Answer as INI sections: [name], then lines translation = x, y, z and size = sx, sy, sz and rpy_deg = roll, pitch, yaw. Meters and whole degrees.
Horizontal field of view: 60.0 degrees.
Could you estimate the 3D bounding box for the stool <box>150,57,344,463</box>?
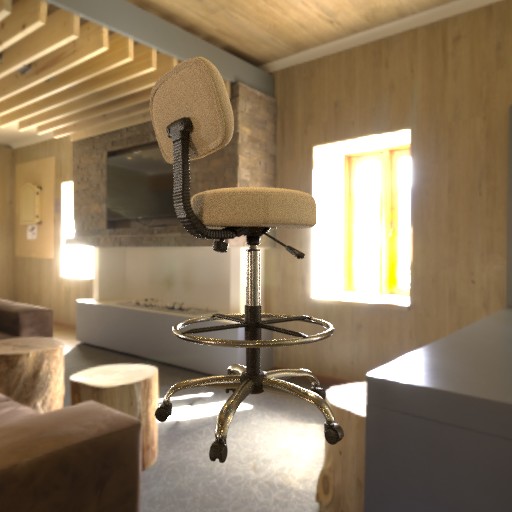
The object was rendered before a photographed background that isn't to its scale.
[stool]
translation = 0.000, 0.000, 1.457
size = 0.616, 1.080, 0.609
rpy_deg = -1, 1, -36
